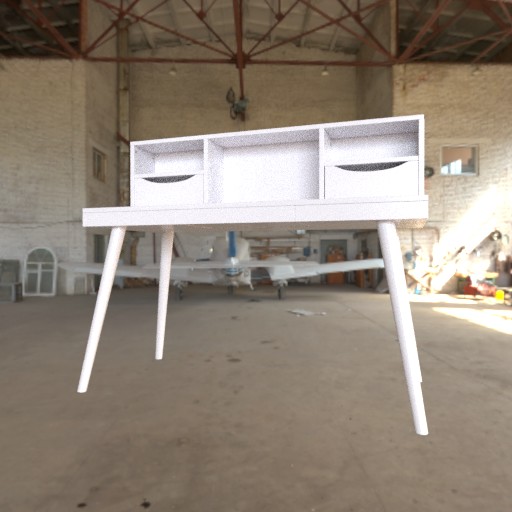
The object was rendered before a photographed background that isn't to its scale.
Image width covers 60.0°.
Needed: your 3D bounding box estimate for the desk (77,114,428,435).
[{"bbox_3d":[0.000,0.000,1.682,1.199,0.990,0.559,0,0,19],"label":"desk"}]
